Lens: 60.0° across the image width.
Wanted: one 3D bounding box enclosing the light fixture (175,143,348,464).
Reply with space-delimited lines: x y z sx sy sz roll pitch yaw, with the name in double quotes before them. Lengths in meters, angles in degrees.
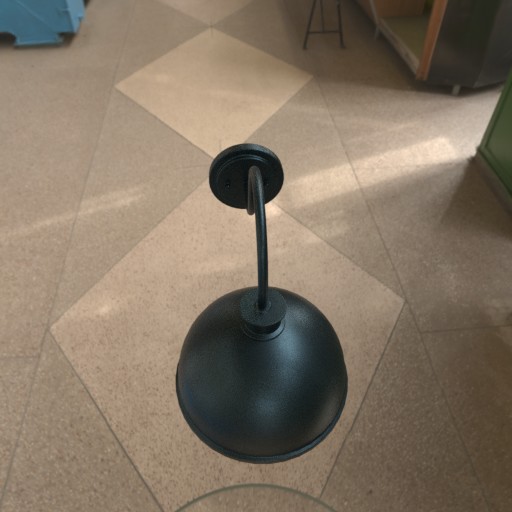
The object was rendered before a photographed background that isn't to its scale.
"light fixture" 0.000 0.000 0.627 0.253 0.295 0.467 -3 47 -3
